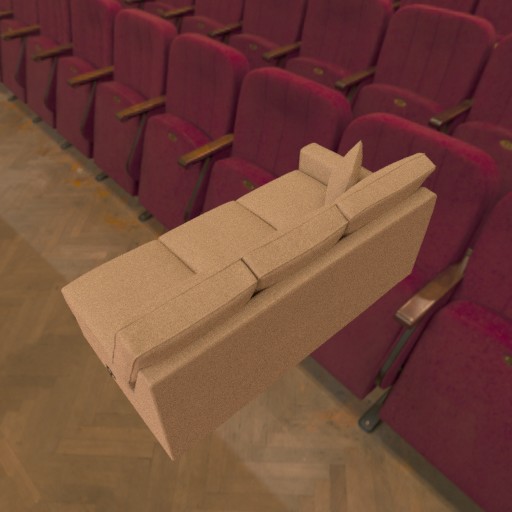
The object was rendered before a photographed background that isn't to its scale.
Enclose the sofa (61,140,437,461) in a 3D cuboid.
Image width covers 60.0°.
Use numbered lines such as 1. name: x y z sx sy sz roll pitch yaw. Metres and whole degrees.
1. sofa: 0.000 0.000 2.575 1.962 0.946 1.034 -31 52 -28
